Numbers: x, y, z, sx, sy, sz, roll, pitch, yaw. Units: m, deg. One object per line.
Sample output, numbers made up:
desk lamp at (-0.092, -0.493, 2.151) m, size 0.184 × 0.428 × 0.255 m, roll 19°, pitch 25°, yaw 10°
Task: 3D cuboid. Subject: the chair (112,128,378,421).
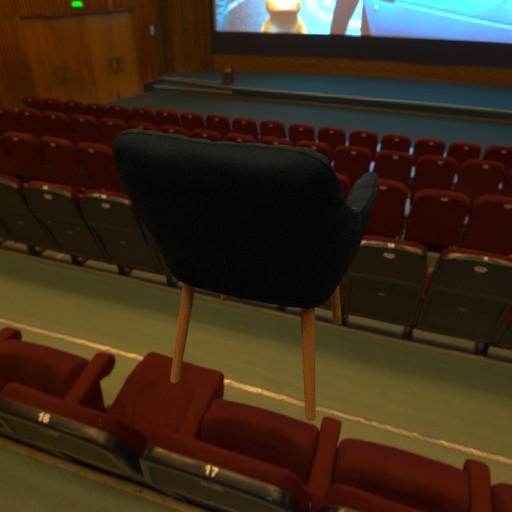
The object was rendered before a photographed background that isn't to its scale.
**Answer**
chair at (0.000, 0.000, 1.224) m, size 0.578 × 0.826 × 0.573 m, roll 10°, pitch 34°, yaw 15°
